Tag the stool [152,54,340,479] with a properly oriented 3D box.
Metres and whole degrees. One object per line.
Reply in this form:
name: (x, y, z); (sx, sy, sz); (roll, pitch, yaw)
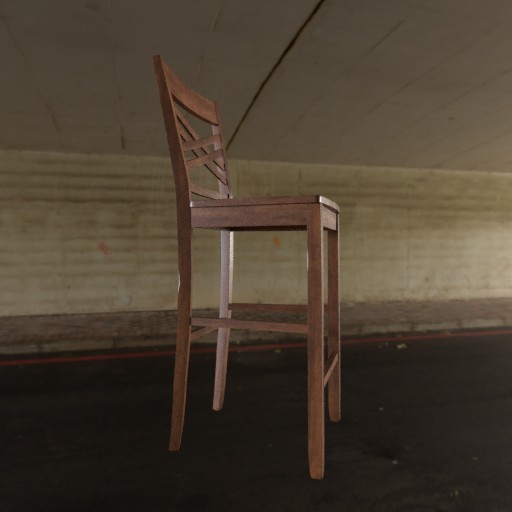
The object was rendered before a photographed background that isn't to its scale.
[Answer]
stool: (0.000, 0.000, 1.360); (0.487, 1.105, 0.433); (0, 1, 17)
